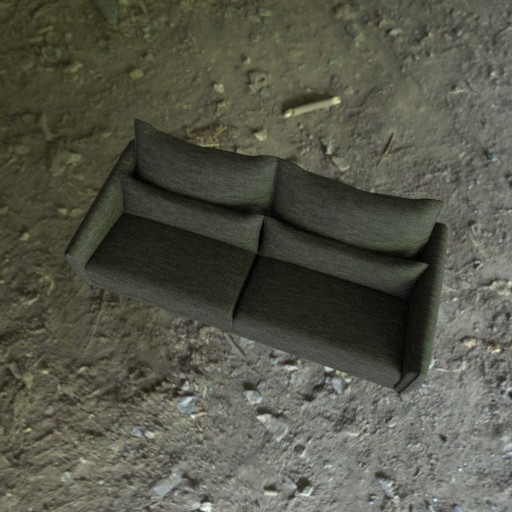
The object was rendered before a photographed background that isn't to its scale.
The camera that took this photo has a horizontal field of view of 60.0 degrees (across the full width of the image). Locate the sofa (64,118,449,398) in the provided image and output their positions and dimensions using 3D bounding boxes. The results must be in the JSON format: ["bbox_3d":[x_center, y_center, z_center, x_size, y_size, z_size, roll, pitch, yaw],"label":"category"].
[{"bbox_3d":[0.000,0.000,2.478,2.019,0.843,0.807,17,61,10],"label":"sofa"}]
